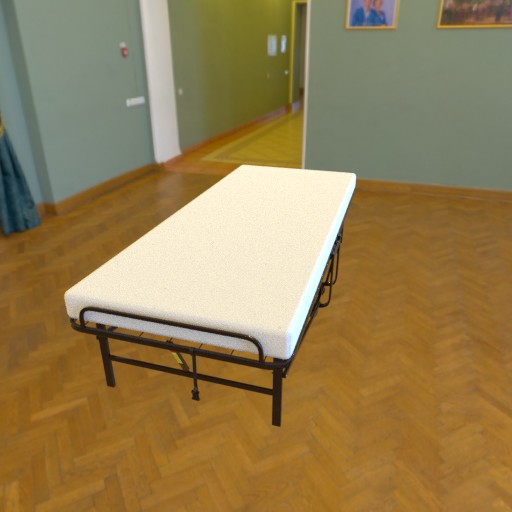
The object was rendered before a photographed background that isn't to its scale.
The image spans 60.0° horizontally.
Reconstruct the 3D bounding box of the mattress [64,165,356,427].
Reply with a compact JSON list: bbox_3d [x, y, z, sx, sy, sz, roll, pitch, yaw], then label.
[{"bbox_3d":[0.000,0.000,2.549,0.922,0.519,2.153,8,26,15],"label":"mattress"}]
